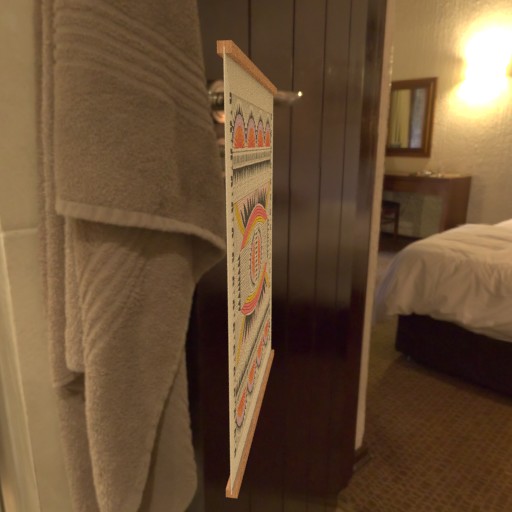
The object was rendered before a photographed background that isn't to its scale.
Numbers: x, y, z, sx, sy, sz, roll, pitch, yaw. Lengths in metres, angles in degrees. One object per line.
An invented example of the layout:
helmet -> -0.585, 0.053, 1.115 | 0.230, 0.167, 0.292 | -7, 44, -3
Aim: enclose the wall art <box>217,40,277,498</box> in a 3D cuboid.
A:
wall art -> 0.000, 0.000, 1.311 | 0.028, 1.016, 0.765 | 2, 14, 9
